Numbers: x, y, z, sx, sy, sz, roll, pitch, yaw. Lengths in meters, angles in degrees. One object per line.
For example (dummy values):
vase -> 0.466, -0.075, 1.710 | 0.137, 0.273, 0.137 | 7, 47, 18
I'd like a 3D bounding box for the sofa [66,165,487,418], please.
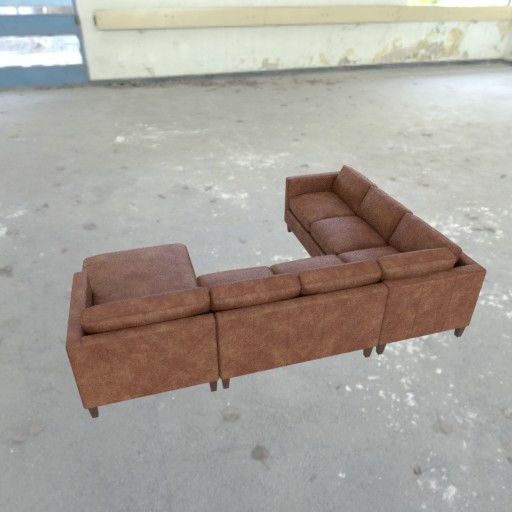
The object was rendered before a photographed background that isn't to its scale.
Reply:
sofa -> 0.000, 0.000, 4.452 | 3.324, 0.888, 2.452 | -9, 33, -14
